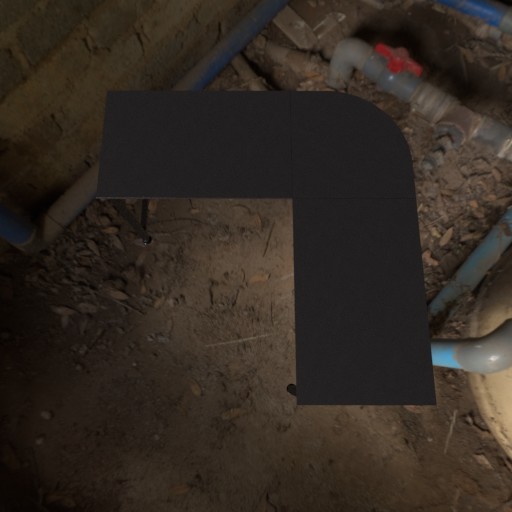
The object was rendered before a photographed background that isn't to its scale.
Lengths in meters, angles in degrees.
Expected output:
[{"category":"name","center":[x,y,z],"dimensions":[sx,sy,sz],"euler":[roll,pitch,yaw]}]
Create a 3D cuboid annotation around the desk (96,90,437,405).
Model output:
[{"category":"desk","center":[0.000,0.000,2.263],"dimensions":[1.400,0.762,1.400],"euler":[0,75,0]}]
